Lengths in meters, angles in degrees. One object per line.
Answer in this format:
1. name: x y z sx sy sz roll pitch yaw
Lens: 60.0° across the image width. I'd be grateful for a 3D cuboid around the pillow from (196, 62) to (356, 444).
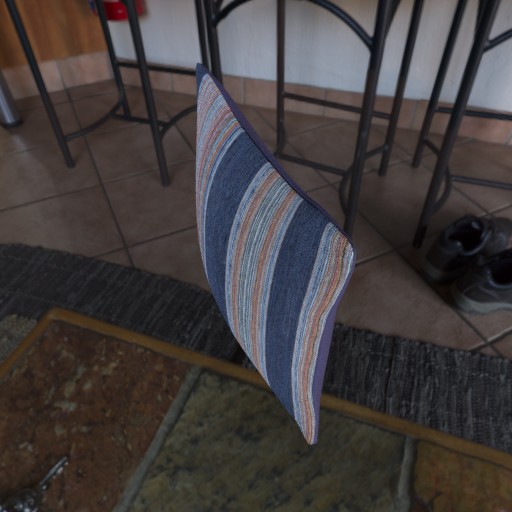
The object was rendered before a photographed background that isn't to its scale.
1. pillow: 0.000 0.000 0.660 0.136 0.419 0.437 -17 48 -16
